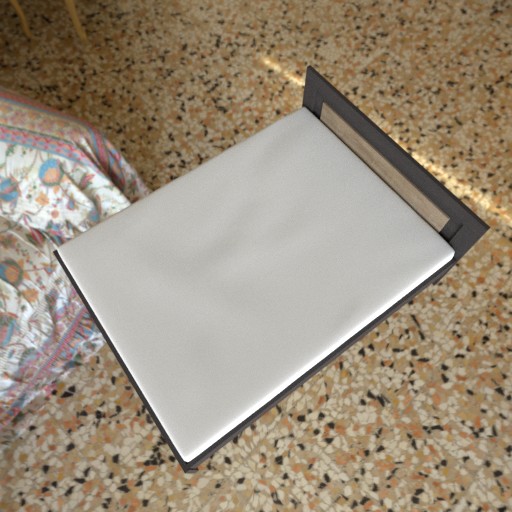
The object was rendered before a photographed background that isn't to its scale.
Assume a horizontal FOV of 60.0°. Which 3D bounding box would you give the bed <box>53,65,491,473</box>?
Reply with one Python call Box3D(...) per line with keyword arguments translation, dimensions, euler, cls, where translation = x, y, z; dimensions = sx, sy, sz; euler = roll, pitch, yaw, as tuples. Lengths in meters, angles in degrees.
Box3D(translation=(0.000, 0.000, 2.843), dimensions=(2.073, 0.823, 1.585), euler=(-33, 69, -15), cls="bed")
